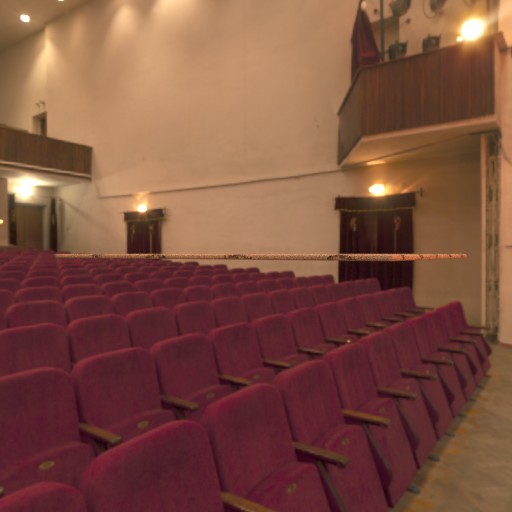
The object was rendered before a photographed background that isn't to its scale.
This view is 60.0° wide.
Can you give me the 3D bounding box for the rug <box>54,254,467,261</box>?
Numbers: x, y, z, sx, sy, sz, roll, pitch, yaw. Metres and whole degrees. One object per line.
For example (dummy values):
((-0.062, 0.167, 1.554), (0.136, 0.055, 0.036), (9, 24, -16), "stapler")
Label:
((0.000, 0.000, 3.488), (2.743, 0.030, 1.778), (0, 0, 35), "rug")
